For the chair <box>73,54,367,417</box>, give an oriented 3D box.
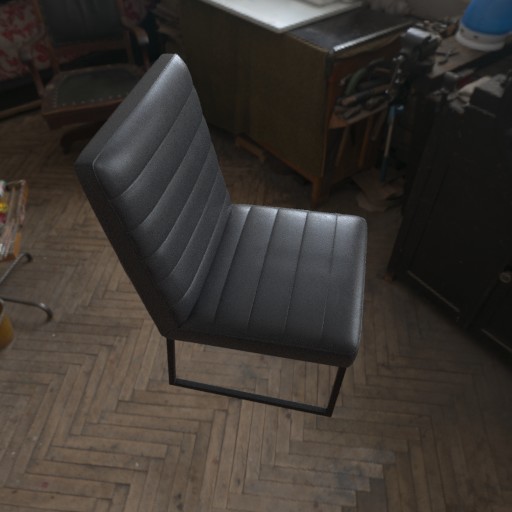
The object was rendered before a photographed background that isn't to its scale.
[{"bbox_3d":[0.000,0.000,1.292,0.634,0.930,0.520,9,48,8],"label":"chair"}]
